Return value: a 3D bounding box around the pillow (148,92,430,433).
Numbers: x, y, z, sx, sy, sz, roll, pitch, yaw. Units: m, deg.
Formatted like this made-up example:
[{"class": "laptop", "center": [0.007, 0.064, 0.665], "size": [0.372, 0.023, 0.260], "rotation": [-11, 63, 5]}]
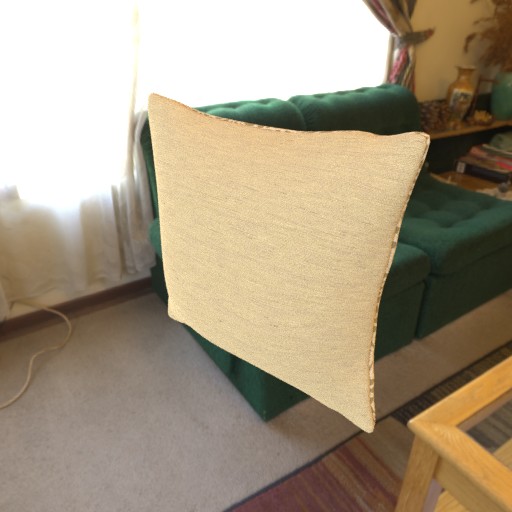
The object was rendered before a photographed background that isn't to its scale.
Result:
[{"class": "pillow", "center": [0.000, 0.000, 0.650], "size": [0.438, 0.421, 0.167], "rotation": [22, 36, 34]}]
